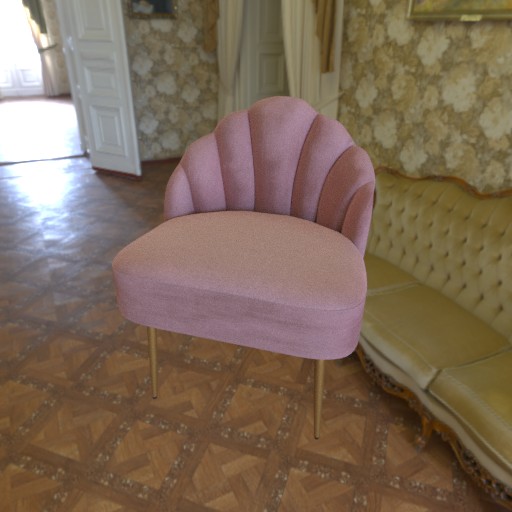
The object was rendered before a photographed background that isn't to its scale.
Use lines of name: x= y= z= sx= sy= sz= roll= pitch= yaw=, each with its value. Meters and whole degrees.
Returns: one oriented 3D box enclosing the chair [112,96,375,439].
chair: x=0.000 y=0.000 z=1.299 sx=0.657 sy=0.819 sz=0.599 roll=8 pitch=28 yaw=16
